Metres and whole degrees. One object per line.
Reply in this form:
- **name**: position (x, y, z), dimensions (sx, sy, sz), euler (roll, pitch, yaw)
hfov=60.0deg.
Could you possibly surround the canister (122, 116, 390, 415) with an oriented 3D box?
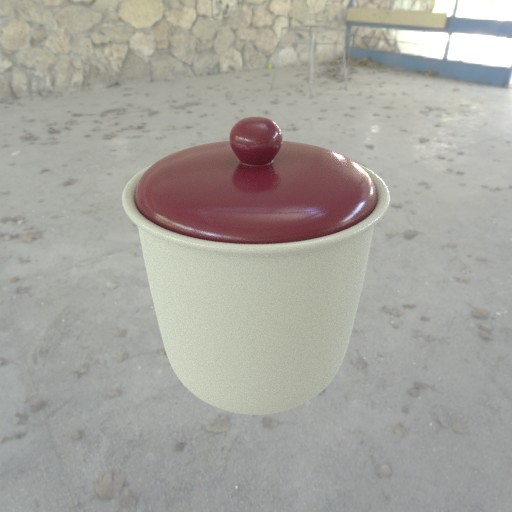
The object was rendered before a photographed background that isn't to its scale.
- **canister**: position (0.000, 0.000, 0.340), dimensions (0.182, 0.208, 0.182), euler (0, 31, 0)
